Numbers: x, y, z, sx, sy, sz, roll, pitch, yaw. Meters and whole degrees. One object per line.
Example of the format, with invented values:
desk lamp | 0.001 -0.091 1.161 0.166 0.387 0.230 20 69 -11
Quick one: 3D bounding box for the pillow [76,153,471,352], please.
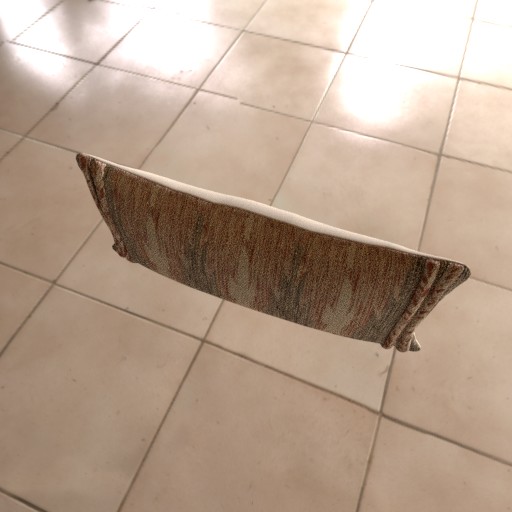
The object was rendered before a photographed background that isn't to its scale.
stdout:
pillow | 0.000 0.000 0.755 0.635 0.282 0.139 17 58 11
